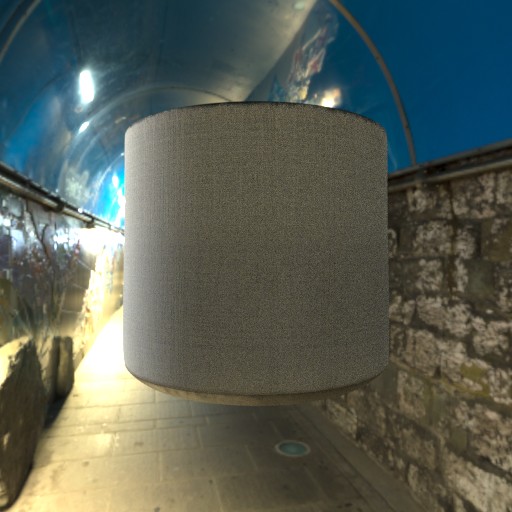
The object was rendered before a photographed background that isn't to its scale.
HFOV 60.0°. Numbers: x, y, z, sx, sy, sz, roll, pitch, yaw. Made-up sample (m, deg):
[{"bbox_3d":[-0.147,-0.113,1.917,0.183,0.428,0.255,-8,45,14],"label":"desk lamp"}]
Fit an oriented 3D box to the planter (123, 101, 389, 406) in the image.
[{"bbox_3d":[0.000,0.000,0.392,0.226,0.201,0.226,0,1,0],"label":"planter"}]
